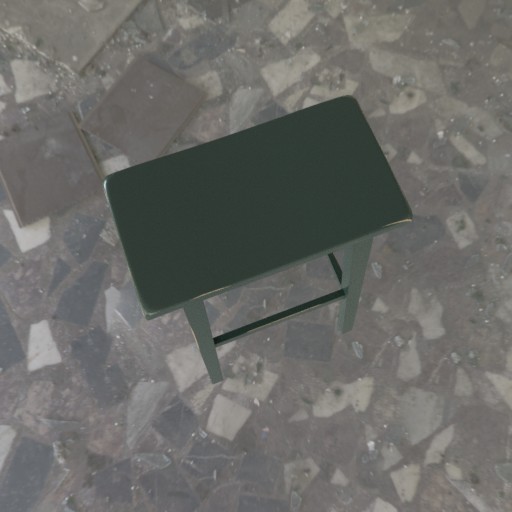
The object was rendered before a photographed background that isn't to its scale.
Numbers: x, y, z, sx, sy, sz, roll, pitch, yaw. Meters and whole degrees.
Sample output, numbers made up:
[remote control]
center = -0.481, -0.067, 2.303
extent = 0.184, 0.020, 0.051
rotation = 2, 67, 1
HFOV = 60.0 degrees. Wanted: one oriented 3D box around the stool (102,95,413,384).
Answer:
[stool]
center = 0.000, 0.000, 1.054
extent = 0.457, 0.737, 0.476
rotation = -20, 76, -5
